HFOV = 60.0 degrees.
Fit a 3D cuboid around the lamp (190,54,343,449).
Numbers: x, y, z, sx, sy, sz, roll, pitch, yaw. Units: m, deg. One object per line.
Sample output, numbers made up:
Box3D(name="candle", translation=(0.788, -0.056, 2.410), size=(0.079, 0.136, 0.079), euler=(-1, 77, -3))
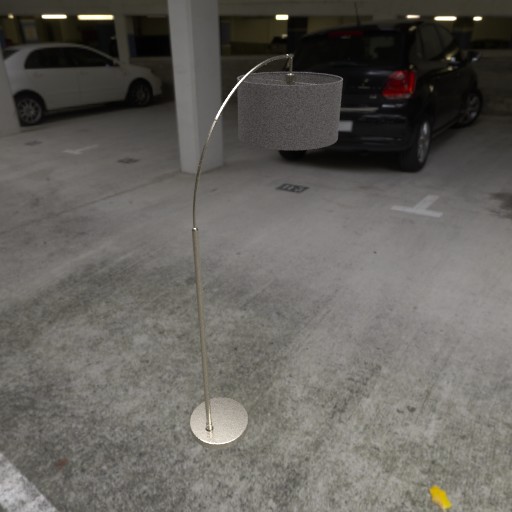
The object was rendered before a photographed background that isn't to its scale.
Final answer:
Box3D(name="lamp", translation=(0.000, 0.000, 2.120), size=(0.452, 1.735, 0.934), euler=(20, 34, 32))
